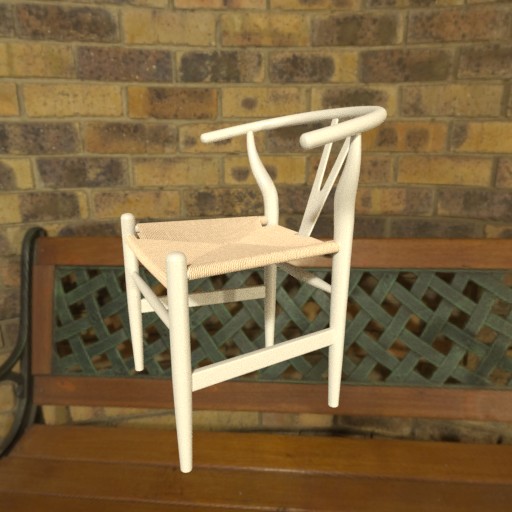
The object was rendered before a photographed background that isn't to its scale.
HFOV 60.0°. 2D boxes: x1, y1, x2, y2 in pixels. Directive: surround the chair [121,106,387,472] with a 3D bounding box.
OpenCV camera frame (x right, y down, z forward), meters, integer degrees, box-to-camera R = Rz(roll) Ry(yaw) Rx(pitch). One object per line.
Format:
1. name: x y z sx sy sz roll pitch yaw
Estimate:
1. chair: 0.000 0.000 1.123 0.579 0.730 0.569 -7 17 -25
